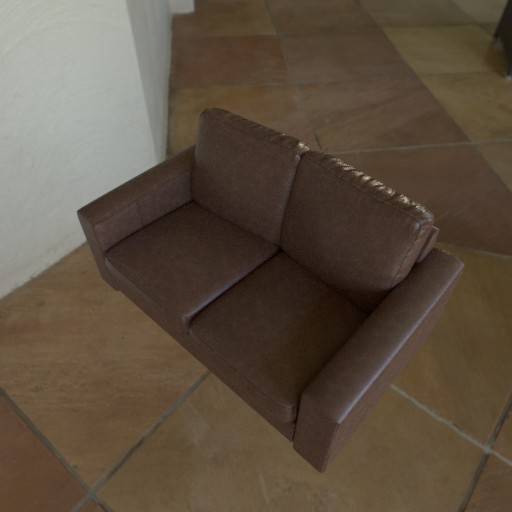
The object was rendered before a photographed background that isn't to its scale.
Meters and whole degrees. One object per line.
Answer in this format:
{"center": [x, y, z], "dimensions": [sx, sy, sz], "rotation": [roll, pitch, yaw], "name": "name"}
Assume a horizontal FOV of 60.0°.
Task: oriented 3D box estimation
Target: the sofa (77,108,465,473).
{"center": [0.000, 0.000, 2.173], "dimensions": [1.616, 0.873, 1.016], "rotation": [34, 56, 27], "name": "sofa"}
